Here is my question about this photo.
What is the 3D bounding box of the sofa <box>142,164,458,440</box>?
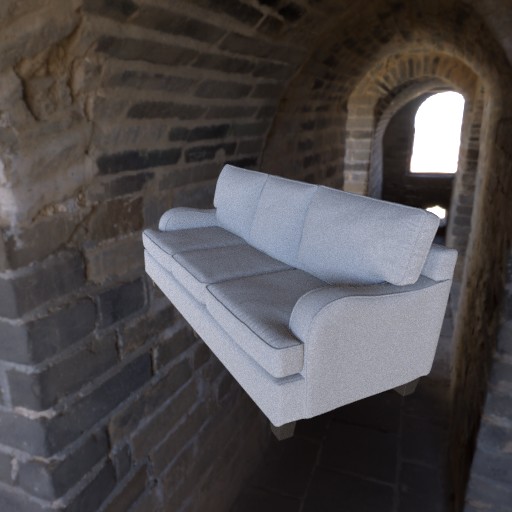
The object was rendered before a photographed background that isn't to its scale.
[{"bbox_3d":[0.000,0.000,2.941,1.016,0.997,2.323,-8,19,-26],"label":"sofa"}]
